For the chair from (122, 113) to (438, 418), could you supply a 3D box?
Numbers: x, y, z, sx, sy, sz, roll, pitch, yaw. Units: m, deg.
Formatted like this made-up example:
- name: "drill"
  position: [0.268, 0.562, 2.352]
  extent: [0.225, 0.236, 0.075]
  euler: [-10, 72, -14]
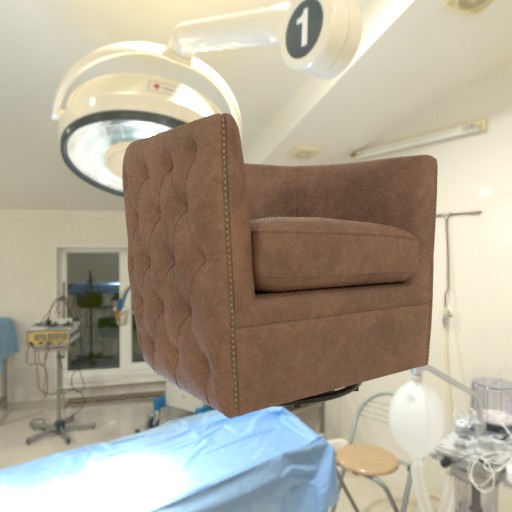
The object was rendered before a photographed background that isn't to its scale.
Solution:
- name: "chair"
  position: [0.000, 0.000, 1.521]
  extent: [0.850, 0.790, 0.870]
  euler: [-1, 2, -36]
